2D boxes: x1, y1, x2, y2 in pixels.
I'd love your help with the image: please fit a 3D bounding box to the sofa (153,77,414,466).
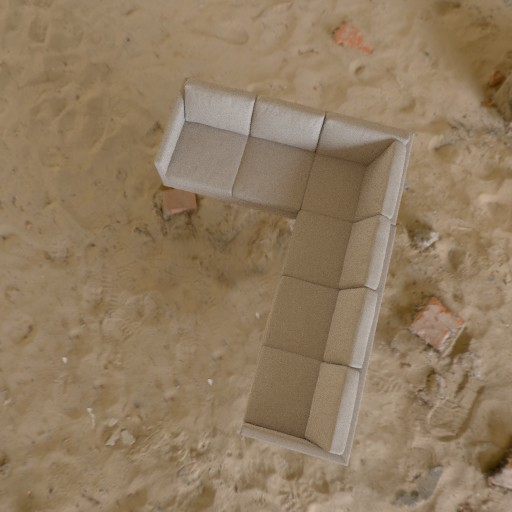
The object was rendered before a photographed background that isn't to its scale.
[{"bbox_3d":[0.000,0.000,4.327,2.432,0.863,3.182,15,76,4],"label":"sofa"}]
